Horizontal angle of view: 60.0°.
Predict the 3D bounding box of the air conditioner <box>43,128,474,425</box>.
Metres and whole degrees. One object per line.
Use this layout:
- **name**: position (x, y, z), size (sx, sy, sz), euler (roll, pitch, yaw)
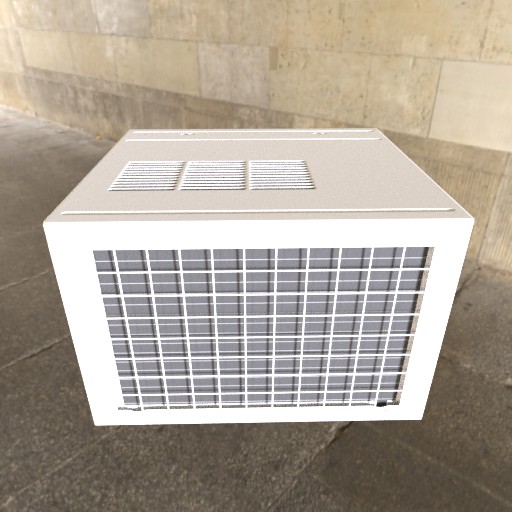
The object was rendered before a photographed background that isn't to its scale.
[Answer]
- **air conditioner**: position (0.000, 0.000, 1.026), size (0.645, 0.455, 0.599), euler (-1, 29, -1)
